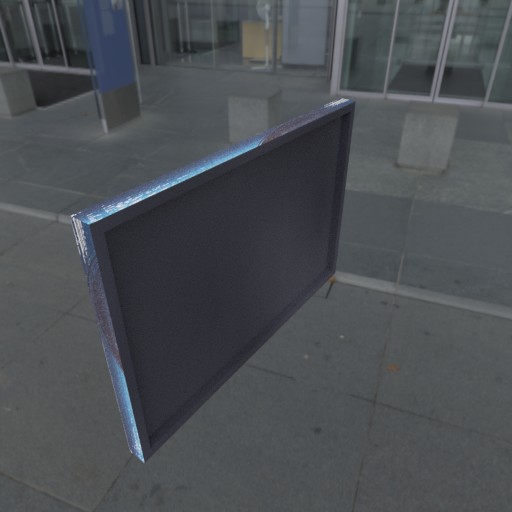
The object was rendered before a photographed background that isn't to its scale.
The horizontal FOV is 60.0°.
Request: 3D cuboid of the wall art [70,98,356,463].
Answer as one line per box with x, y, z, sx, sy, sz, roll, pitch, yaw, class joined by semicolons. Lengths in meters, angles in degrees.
0.000;0.000;0.765;0.033;0.406;0.609;22;39;30;wall art
